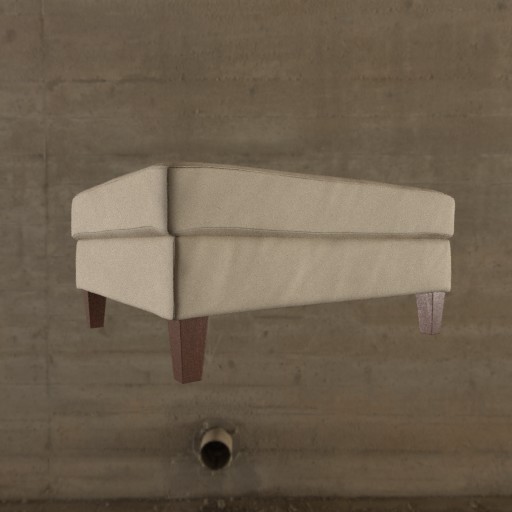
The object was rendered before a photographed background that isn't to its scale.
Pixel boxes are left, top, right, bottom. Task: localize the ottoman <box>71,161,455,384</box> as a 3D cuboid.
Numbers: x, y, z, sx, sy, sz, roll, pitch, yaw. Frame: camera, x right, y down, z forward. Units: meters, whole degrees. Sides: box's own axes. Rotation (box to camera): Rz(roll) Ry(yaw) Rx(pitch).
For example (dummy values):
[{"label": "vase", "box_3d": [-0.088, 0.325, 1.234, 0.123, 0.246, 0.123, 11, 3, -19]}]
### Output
[{"label": "ottoman", "box_3d": [0.000, 0.000, 1.465, 1.002, 0.492, 0.836, -1, 2, -35]}]
